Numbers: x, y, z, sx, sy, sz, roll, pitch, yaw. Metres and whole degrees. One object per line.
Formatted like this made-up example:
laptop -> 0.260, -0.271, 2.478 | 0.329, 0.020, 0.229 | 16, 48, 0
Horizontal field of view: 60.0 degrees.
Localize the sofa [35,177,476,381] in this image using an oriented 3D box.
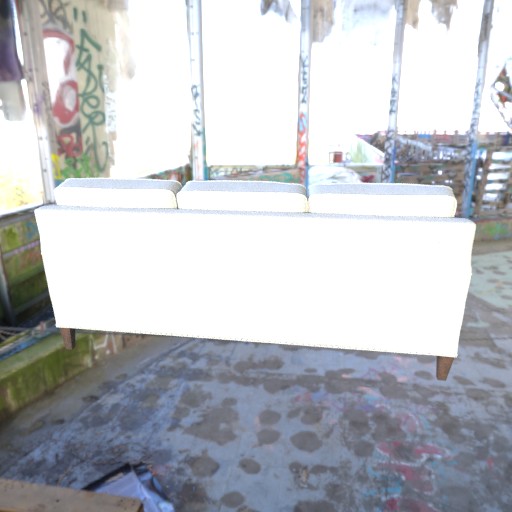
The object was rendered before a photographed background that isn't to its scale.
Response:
sofa -> 0.000, 0.000, 2.726 | 2.246, 1.003, 1.084 | 3, 17, 9
